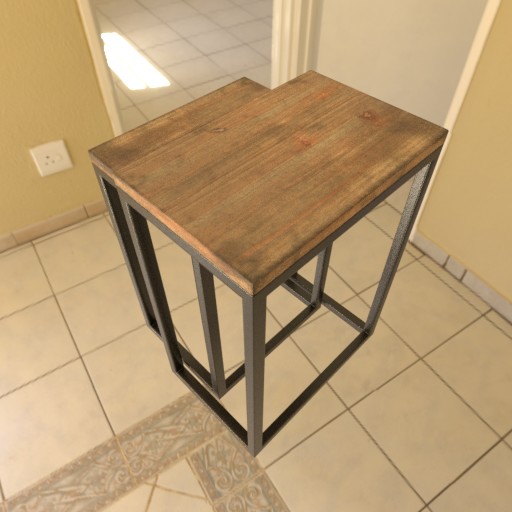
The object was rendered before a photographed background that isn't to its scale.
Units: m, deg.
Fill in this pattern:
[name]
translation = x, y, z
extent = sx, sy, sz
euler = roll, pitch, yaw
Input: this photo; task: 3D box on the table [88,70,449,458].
[table]
translation = 0.000, 0.000, 0.943
extent = 0.456, 0.615, 0.460
euler = -35, 57, -27
